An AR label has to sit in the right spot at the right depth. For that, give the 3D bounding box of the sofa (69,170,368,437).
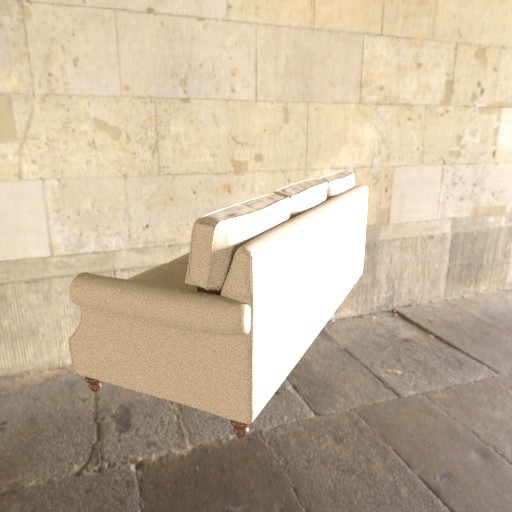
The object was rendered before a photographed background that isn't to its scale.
[{"bbox_3d":[0.000,0.000,2.800,0.966,0.948,2.354,7,17,24],"label":"sofa"}]
